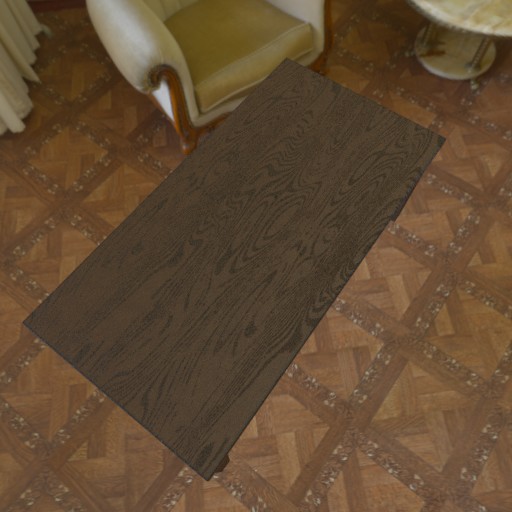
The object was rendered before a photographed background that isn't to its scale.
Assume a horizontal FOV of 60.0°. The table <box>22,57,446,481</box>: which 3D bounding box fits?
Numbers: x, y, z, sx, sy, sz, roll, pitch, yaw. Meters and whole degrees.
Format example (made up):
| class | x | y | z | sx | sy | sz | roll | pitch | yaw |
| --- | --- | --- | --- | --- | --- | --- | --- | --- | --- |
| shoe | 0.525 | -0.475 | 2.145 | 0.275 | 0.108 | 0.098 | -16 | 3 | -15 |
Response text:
| class | x | y | z | sx | sy | sz | roll | pitch | yaw |
| --- | --- | --- | --- | --- | --- | --- | --- | --- | --- |
| table | 0.000 | 0.000 | 2.436 | 1.016 | 0.762 | 1.981 | 33 | 69 | 15 |
